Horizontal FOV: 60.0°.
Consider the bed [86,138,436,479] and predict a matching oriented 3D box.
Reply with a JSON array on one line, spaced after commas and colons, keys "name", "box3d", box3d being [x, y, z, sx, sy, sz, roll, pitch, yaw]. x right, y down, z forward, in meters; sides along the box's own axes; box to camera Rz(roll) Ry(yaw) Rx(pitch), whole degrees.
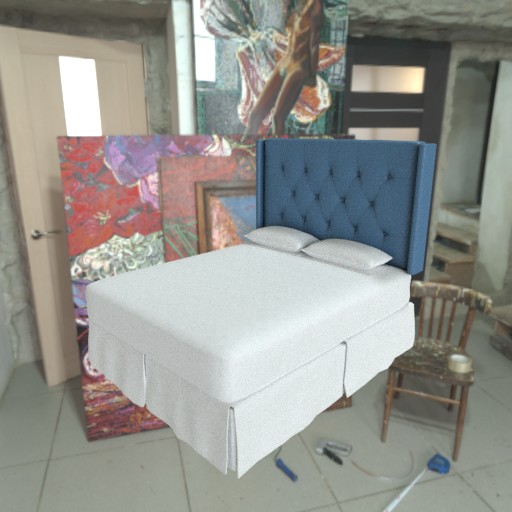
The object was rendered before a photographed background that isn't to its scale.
[{"name": "bed", "box3d": [0.000, 0.000, 3.321, 1.719, 1.665, 2.078, 15, 22, 43]}]
